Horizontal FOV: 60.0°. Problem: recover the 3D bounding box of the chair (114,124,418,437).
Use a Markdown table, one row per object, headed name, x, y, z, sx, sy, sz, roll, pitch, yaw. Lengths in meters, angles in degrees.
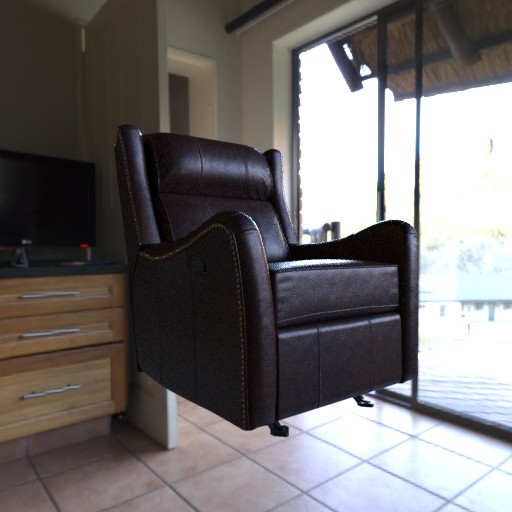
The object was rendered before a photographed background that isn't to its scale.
| name | x | y | z | sx | sy | sz | roll | pitch | yaw |
| --- | --- | --- | --- | --- | --- | --- | --- | --- | --- |
| chair | 0.000 | 0.000 | 1.790 | 0.869 | 1.084 | 1.008 | -1 | 2 | -37 |
